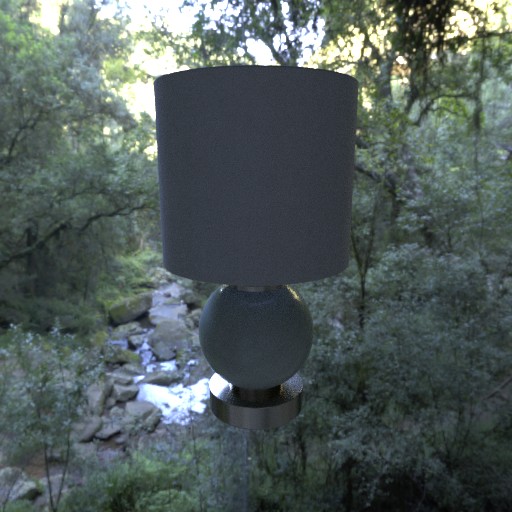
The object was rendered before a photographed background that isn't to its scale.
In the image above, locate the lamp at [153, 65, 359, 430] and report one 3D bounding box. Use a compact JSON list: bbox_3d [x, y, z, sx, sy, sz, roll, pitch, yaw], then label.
[{"bbox_3d":[0.000,0.000,0.483,0.201,0.353,0.201,2,13,8],"label":"lamp"}]
